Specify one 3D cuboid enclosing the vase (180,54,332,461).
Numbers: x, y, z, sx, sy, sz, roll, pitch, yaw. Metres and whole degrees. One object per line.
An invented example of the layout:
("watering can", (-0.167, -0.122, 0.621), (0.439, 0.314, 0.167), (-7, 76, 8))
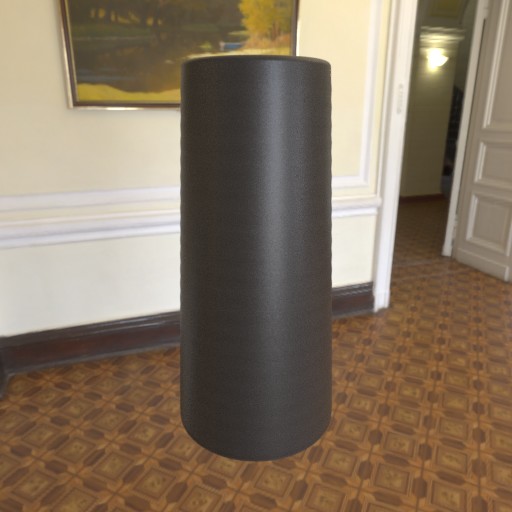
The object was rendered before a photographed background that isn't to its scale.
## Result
("vase", (0.000, 0.000, 0.360), (0.136, 0.289, 0.136), (-2, 19, -7))
